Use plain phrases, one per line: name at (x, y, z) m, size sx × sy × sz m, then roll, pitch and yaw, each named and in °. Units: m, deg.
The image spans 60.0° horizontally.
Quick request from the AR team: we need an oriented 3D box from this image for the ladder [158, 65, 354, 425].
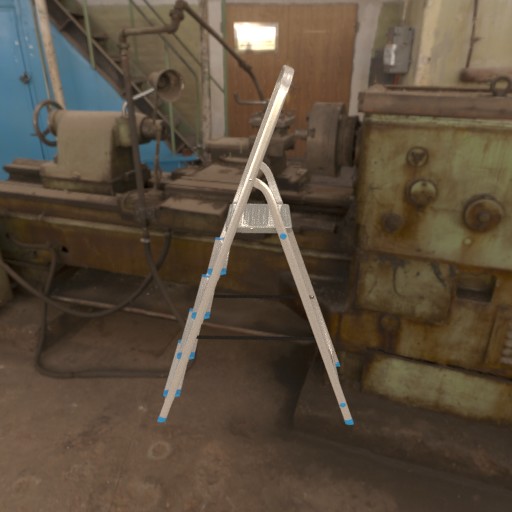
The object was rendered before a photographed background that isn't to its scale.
ladder at (0.000, 0.000, 2.085) m, size 0.990 × 1.648 × 0.468 m, roll 0°, pitch 26°, yaw 1°
